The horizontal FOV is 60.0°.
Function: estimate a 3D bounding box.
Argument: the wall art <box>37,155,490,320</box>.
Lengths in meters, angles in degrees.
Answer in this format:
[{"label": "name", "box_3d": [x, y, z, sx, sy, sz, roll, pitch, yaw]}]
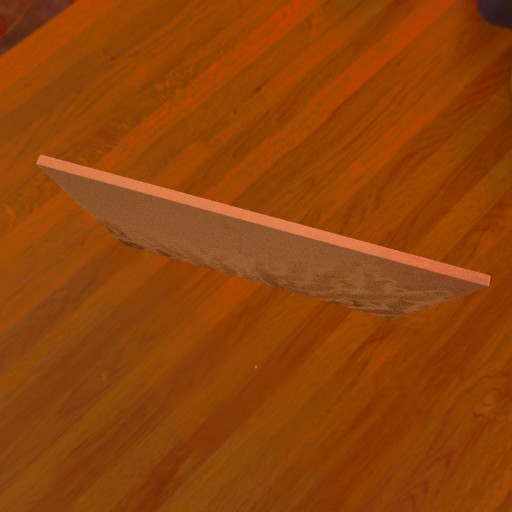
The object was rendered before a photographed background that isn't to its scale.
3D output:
[{"label": "wall art", "box_3d": [0.000, 0.000, 1.931, 1.525, 1.012, 0.038, 15, 76, 4]}]
